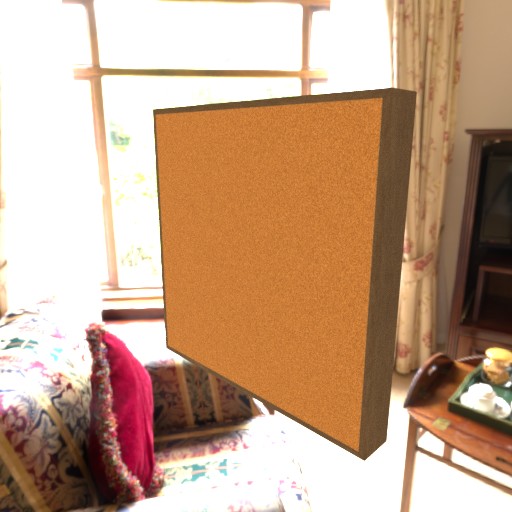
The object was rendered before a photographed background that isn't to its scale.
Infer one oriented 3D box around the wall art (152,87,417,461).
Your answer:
[{"bbox_3d":[0.000,0.000,0.459,0.038,0.302,0.303,-14,20,-43],"label":"wall art"}]
